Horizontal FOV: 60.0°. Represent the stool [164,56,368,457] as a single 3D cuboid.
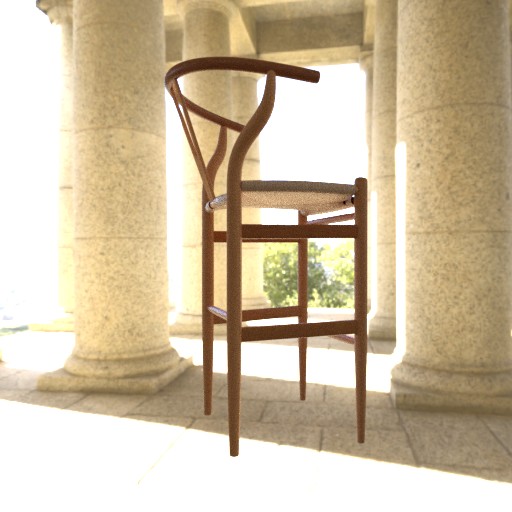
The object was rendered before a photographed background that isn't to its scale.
[{"bbox_3d":[0.000,0.000,1.379,0.561,1.068,0.574,0,0,-19],"label":"stool"}]
